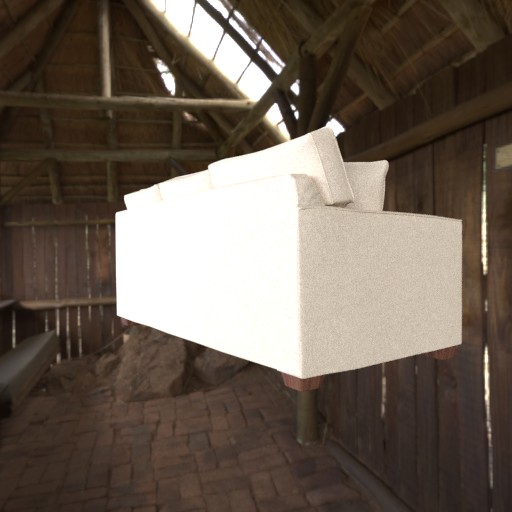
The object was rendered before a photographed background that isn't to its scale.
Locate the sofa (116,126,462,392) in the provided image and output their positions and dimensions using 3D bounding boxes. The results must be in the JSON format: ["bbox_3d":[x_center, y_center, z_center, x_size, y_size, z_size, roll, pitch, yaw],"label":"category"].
[{"bbox_3d":[0.000,0.000,2.567,1.034,0.946,1.962,0,0,-35],"label":"sofa"}]
